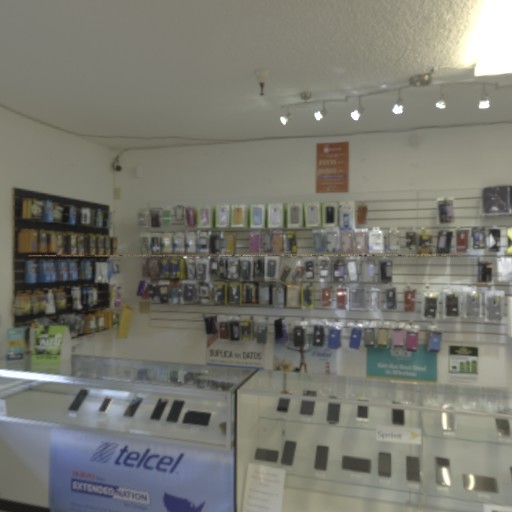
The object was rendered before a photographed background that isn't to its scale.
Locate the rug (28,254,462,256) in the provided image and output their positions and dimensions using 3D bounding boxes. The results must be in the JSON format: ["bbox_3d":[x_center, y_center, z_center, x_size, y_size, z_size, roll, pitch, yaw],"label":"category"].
[{"bbox_3d":[0.000,0.000,2.392,1.918,0.007,1.268,0,0,18],"label":"rug"}]
